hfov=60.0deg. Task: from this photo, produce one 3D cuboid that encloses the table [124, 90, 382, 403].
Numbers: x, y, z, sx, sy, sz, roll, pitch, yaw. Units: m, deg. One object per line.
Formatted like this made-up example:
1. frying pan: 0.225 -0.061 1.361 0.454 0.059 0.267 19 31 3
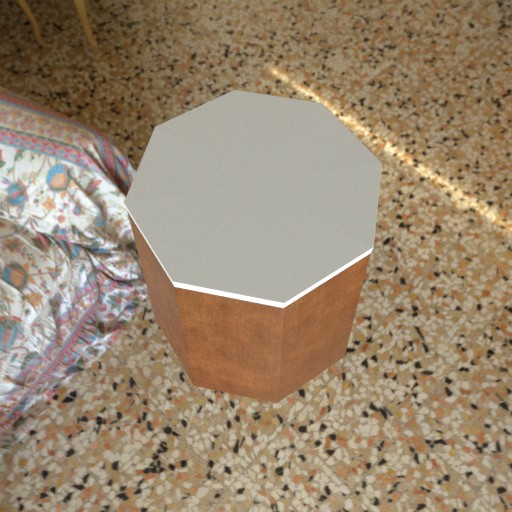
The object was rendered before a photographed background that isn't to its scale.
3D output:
1. table: 0.000 0.000 0.830 0.439 0.457 0.439 -32 67 -15
